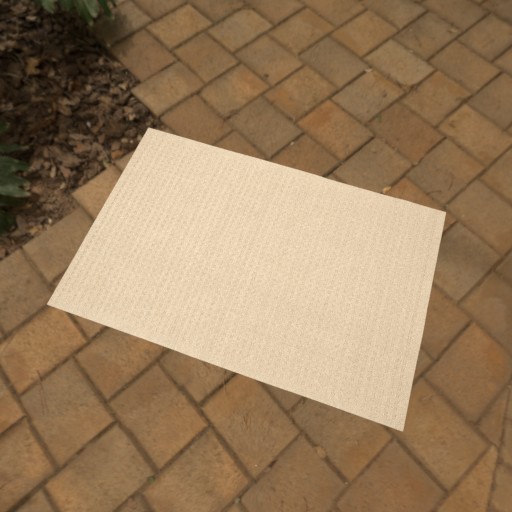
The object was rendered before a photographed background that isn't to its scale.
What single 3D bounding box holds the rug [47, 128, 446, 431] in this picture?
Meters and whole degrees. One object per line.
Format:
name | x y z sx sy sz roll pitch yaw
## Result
rug | 0.000 0.000 2.957 2.289 0.006 1.523 18 66 8
